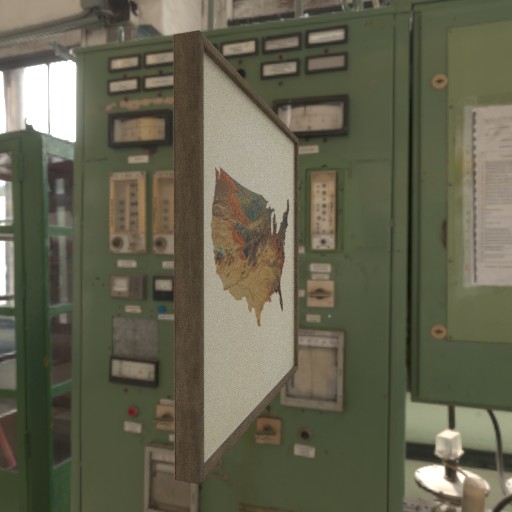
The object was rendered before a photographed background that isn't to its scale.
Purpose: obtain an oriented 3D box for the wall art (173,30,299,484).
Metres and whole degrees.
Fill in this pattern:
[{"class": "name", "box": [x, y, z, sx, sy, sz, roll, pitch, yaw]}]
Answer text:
[{"class": "wall art", "box": [0.000, 0.000, 1.094, 0.050, 0.751, 0.749, 0, 1, 18]}]
